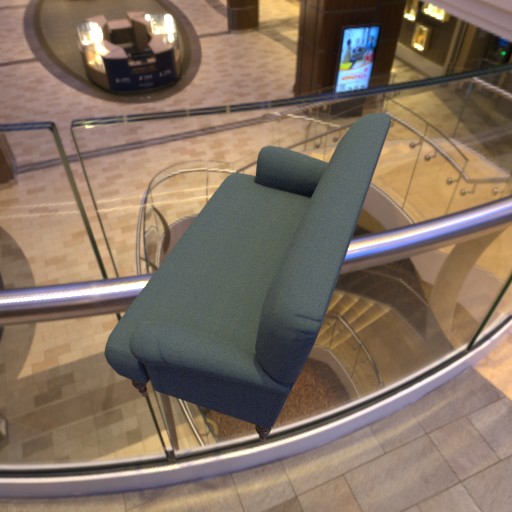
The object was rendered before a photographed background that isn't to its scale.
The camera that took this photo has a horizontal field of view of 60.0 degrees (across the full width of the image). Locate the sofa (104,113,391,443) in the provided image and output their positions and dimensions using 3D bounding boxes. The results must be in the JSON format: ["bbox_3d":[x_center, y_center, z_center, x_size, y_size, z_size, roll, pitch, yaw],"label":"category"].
[{"bbox_3d":[0.000,0.000,1.859,0.779,0.889,1.297,15,47,15],"label":"sofa"}]
